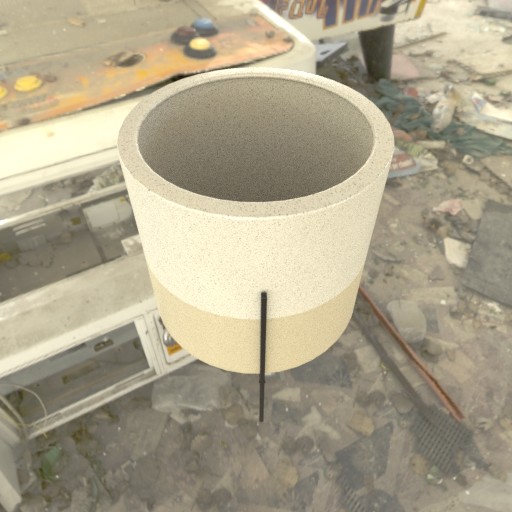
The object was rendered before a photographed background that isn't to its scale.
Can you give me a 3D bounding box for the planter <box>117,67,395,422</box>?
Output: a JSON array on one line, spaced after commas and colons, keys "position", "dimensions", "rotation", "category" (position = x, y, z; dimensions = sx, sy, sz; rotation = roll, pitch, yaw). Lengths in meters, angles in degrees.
[{"position": [0.000, 0.000, 0.750], "dimensions": [0.359, 0.484, 0.368], "rotation": [-2, 47, -2], "category": "planter"}]
